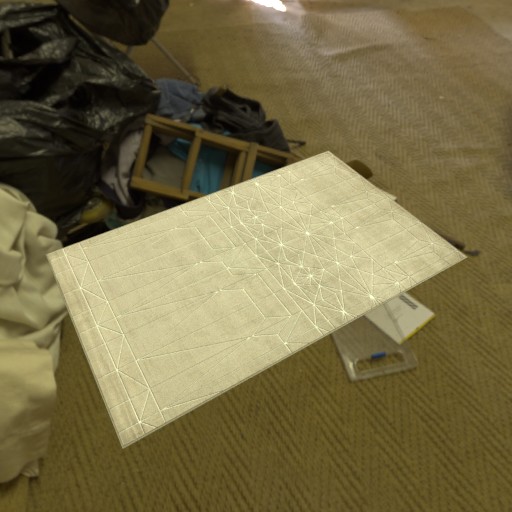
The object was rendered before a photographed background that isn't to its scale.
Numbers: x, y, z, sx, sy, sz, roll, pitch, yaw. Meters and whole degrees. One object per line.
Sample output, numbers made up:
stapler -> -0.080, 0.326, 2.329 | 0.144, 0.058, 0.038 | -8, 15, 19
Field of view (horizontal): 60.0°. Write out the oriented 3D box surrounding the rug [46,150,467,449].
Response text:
rug -> 0.000, 0.000, 3.021 | 2.438, 0.012, 1.524 | -24, 51, -21
